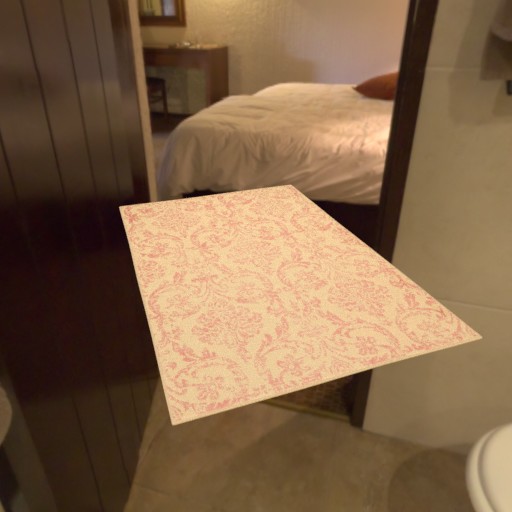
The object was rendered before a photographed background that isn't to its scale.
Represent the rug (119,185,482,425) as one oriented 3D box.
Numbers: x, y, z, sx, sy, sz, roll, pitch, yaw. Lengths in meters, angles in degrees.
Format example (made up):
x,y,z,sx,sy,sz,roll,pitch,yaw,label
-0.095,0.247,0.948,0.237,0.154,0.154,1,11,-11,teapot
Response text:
x,y,z,sx,sy,sz,roll,pitch,yaw,label
0.000,0.000,3.437,1.819,0.018,2.746,-10,31,-17,rug
